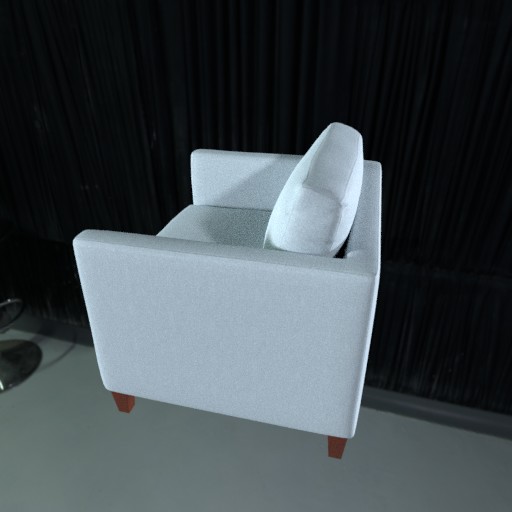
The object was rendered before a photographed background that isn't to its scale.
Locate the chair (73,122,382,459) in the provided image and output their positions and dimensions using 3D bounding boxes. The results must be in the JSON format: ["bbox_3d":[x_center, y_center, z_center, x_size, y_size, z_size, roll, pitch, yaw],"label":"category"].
[{"bbox_3d":[0.000,0.000,1.837,0.953,0.961,1.107,7,29,12],"label":"chair"}]
